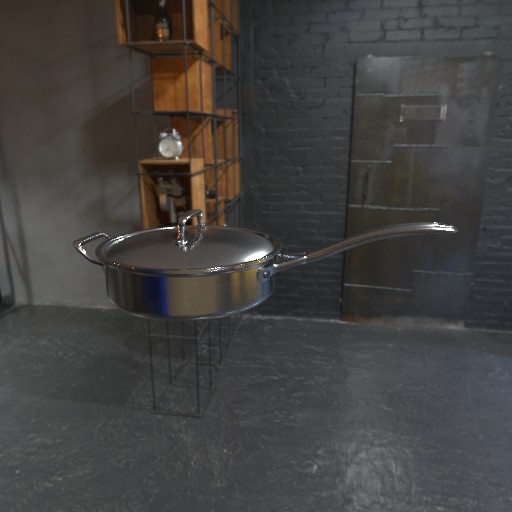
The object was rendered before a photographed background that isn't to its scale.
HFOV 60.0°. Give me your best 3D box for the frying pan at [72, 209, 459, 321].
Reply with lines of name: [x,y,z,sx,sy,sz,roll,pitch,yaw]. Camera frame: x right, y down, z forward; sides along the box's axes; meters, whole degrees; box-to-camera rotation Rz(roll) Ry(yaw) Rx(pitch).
frying pan: [0.000,0.000,0.586,0.492,0.111,0.245,3,16,10]
